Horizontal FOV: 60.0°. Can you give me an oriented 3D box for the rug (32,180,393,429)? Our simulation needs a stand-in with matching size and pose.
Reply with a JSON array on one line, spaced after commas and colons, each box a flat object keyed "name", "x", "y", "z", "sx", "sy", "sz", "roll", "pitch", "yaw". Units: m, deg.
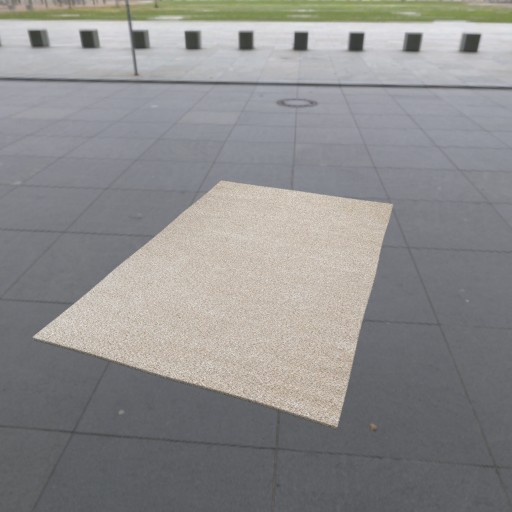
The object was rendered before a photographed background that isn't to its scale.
[{"name": "rug", "x": 0.000, "y": 0.000, "z": 3.419, "sx": 1.800, "sy": 0.025, "sz": 2.699, "roll": 11, "pitch": 32, "yaw": 17}]
